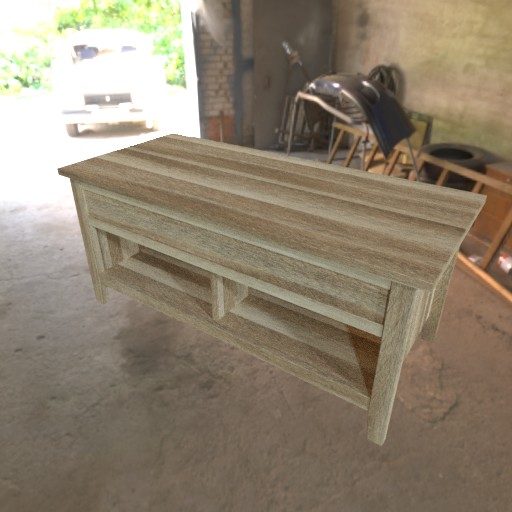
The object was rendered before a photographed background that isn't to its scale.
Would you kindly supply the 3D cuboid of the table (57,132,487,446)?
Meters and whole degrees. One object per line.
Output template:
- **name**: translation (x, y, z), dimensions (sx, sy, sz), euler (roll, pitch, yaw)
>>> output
- **table**: translation (0.000, 0.000, 1.344), dimensions (1.095, 0.480, 0.493), euler (19, 35, 29)
